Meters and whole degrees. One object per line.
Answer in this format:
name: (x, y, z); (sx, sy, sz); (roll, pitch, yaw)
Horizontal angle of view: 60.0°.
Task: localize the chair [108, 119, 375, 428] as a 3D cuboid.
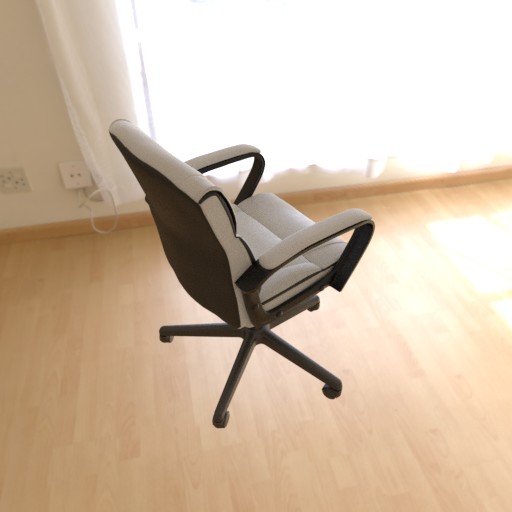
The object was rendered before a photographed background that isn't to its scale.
chair: (0.000, 0.000, 1.478); (0.717, 1.004, 0.739); (-27, 47, -28)
